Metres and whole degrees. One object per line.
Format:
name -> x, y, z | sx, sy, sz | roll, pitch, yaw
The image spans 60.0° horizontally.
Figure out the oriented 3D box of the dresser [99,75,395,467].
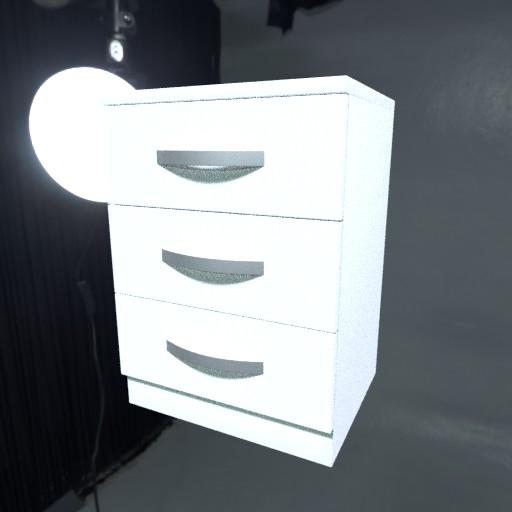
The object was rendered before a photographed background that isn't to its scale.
dresser -> 0.000, 0.000, 0.823 | 0.400, 0.560, 0.360 | 7, 15, 25
